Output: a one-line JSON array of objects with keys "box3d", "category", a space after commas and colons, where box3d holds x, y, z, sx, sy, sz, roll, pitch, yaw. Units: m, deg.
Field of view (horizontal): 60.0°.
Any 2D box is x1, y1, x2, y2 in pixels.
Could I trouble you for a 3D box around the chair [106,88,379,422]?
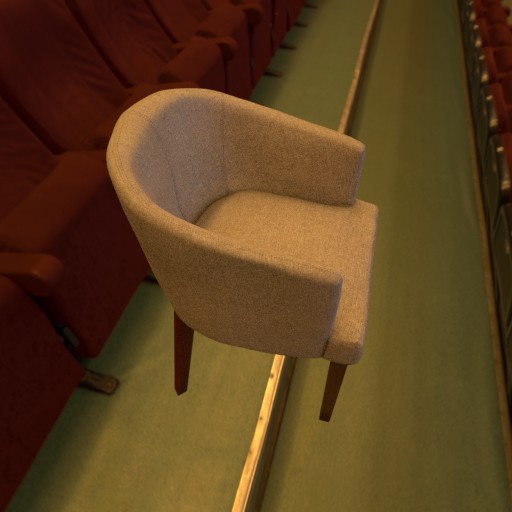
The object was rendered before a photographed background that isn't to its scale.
[{"box3d": [0.000, 0.000, 1.268, 0.655, 0.811, 0.583, 11, 47, 10], "category": "chair"}]
